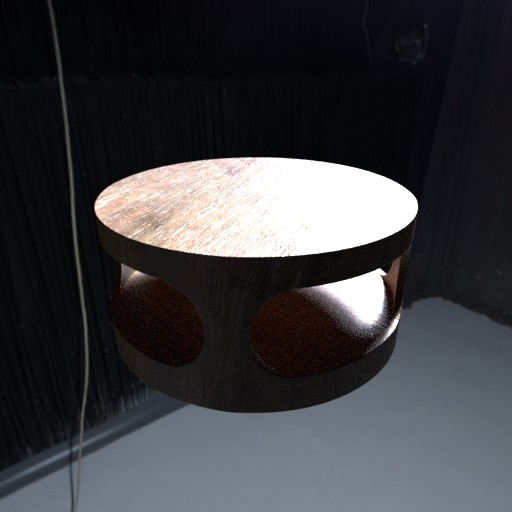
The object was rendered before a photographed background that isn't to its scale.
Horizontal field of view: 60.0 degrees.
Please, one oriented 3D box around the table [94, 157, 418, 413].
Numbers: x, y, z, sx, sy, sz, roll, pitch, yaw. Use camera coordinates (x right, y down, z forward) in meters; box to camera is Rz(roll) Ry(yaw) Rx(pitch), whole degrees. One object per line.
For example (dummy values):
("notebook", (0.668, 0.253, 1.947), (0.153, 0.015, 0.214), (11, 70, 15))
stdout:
("table", (0.000, 0.000, 1.501), (0.974, 0.450, 0.974), (0, 25, 0))
